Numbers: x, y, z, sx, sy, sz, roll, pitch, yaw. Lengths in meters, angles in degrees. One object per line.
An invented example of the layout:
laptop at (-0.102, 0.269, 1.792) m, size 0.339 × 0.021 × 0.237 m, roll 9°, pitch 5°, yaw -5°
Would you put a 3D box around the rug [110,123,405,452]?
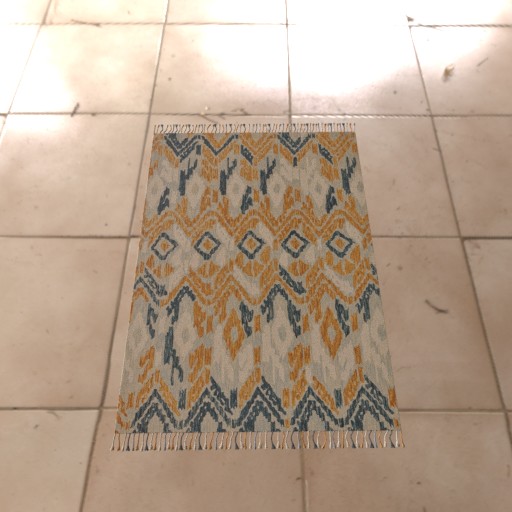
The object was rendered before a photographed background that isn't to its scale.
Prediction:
rug at (0.000, 0.000, 2.269) m, size 1.230 × 0.008 × 1.827 m, roll -1°, pitch 62°, yaw 0°
